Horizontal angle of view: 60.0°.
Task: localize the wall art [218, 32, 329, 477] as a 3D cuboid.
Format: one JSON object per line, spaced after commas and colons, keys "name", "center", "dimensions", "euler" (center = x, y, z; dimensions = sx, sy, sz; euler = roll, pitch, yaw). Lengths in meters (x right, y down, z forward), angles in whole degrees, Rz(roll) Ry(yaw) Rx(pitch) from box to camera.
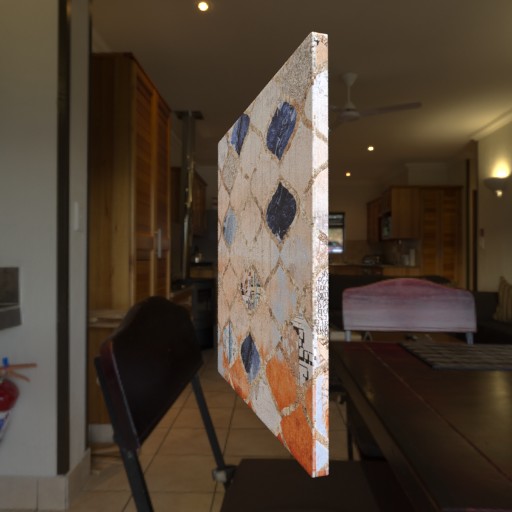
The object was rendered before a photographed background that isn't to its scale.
{"name": "wall art", "center": [0.000, 0.000, 1.343], "dimensions": [0.039, 0.914, 0.912], "euler": [0, -1, -17]}
